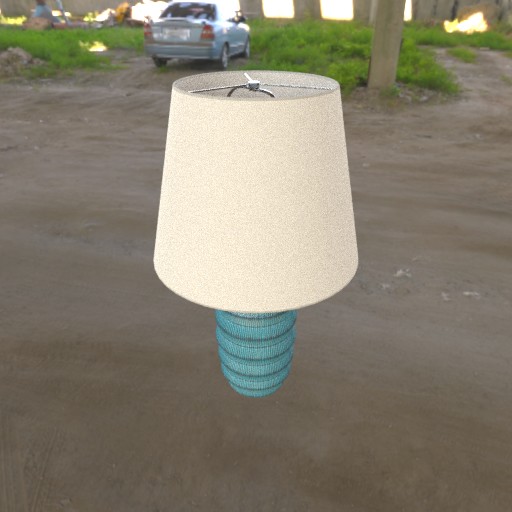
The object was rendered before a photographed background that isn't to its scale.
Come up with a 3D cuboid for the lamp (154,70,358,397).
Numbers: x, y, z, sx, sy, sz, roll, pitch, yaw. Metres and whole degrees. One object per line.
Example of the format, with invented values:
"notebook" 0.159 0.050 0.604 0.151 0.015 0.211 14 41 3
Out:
"lamp" 0.000 0.000 0.788 0.355 0.582 0.355 0 30 0
